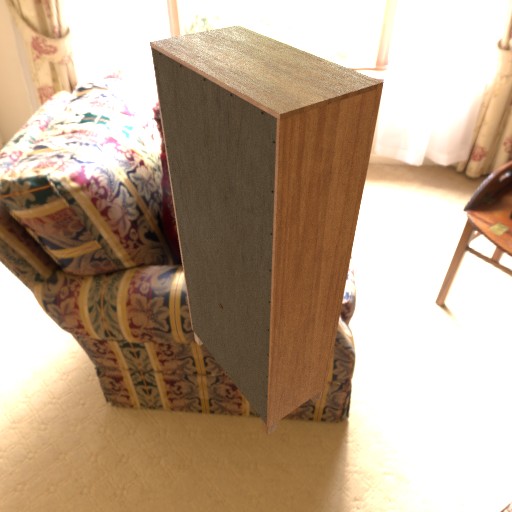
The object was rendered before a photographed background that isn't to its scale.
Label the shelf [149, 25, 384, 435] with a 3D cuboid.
[{"bbox_3d":[0.000,0.000,2.271,0.453,1.930,0.864,-25,47,-26],"label":"shelf"}]
